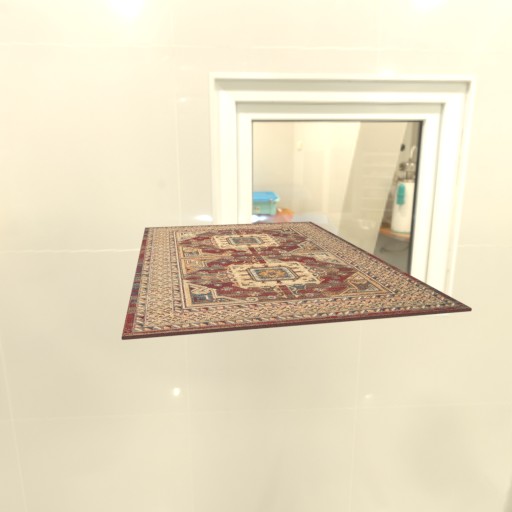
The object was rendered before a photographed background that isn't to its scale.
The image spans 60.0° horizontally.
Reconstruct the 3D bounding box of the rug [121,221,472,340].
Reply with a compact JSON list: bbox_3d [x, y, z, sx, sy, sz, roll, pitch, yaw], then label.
[{"bbox_3d":[0.000,0.000,5.865,3.033,0.033,4.578,-3,15,-11],"label":"rug"}]
